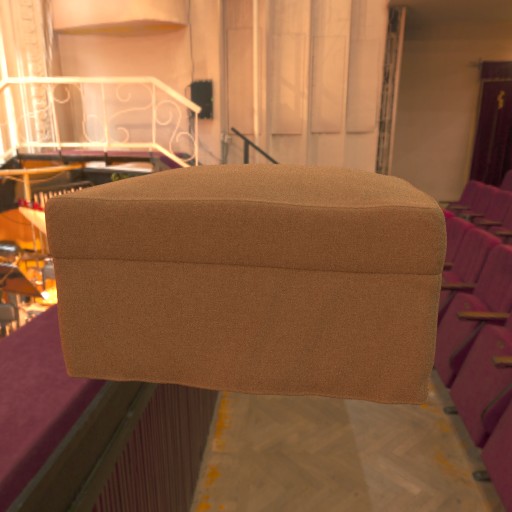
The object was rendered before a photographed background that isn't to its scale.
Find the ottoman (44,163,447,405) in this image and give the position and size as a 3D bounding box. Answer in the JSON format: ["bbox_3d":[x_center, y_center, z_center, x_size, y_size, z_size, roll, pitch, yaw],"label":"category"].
[{"bbox_3d":[0.000,0.000,1.224,0.833,0.485,0.650,2,16,8],"label":"ottoman"}]
